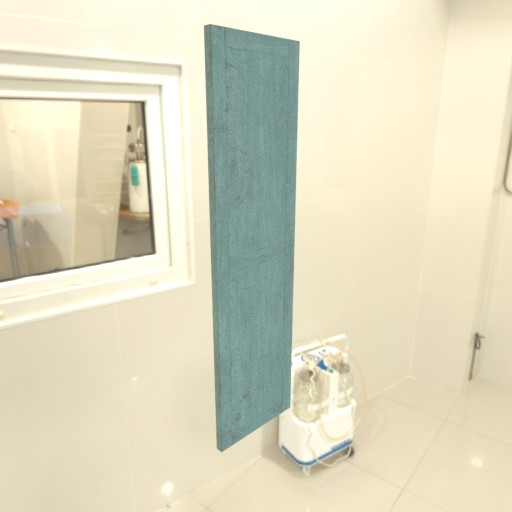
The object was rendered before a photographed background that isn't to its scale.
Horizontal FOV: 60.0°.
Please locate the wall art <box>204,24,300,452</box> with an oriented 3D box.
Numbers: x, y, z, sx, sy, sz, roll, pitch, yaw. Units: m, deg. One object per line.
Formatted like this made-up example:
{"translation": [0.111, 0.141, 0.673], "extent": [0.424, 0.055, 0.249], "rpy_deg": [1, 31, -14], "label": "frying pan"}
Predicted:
{"translation": [0.000, 0.000, 1.341], "extent": [0.329, 1.219, 0.025], "rpy_deg": [-16, 23, -42], "label": "wall art"}
